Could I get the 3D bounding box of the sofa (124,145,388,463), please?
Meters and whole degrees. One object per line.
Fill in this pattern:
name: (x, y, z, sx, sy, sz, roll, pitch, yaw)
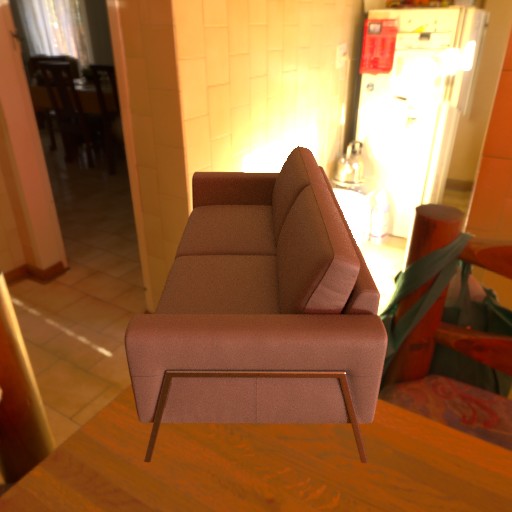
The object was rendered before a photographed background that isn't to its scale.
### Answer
sofa: (0.000, 0.000, 2.524, 0.953, 0.875, 2.017, 0, 28, 0)
